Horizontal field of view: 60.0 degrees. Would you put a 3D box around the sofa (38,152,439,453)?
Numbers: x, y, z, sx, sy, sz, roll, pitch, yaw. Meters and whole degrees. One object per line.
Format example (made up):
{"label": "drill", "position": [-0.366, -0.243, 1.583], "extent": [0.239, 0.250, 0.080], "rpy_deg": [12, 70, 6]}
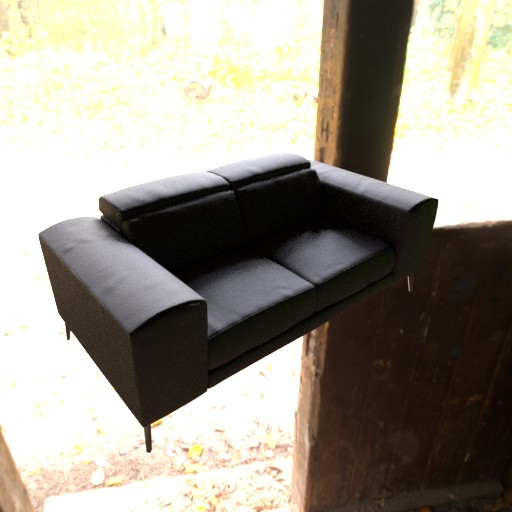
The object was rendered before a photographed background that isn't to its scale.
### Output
{"label": "sofa", "position": [0.000, 0.000, 2.387], "extent": [1.895, 0.779, 1.003], "rpy_deg": [-22, 35, -34]}
